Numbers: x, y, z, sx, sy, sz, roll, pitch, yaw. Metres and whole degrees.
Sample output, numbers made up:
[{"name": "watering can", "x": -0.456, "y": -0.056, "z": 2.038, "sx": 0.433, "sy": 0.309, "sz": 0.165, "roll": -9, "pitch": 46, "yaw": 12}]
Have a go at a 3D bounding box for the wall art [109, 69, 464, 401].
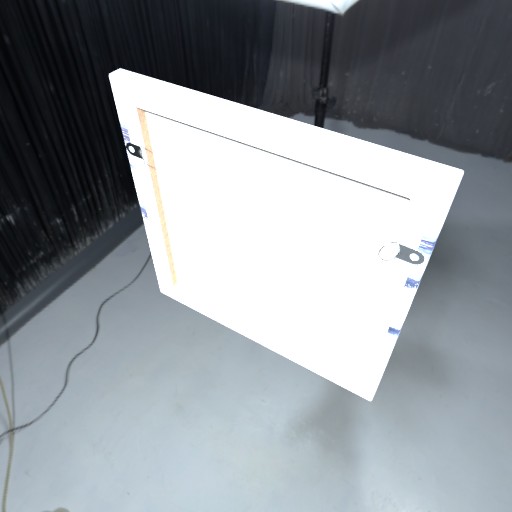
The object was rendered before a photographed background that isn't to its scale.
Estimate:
[{"name": "wall art", "x": 0.000, "y": 0.000, "z": 1.103, "sx": 0.755, "sy": 0.747, "sz": 0.065, "roll": 24, "pitch": 50, "yaw": 21}]
